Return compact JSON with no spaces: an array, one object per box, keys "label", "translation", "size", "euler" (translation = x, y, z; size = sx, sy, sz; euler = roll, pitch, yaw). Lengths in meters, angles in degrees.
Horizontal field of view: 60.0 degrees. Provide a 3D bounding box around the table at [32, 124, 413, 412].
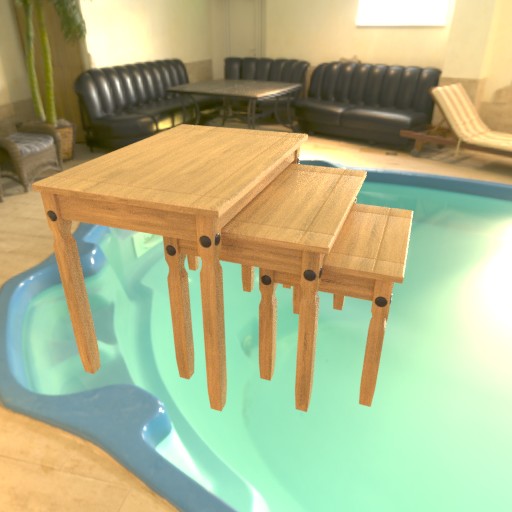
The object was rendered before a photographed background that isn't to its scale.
[{"label":"table","translation":[0.000,0.000,1.222],"size":[0.773,0.535,0.660],"euler":[10,29,18]}]
